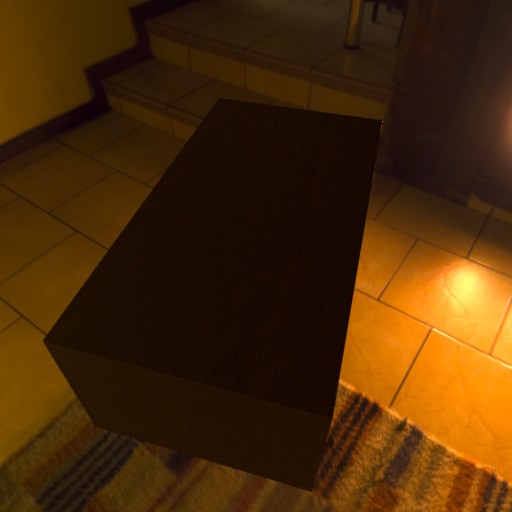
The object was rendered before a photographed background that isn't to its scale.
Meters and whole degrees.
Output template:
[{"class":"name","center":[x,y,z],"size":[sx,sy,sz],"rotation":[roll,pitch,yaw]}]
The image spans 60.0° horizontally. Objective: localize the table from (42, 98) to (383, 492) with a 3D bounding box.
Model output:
[{"class":"table","center":[0.000,0.000,1.370],"size":[0.597,0.424,1.099],"rotation":[12,47,11]}]
